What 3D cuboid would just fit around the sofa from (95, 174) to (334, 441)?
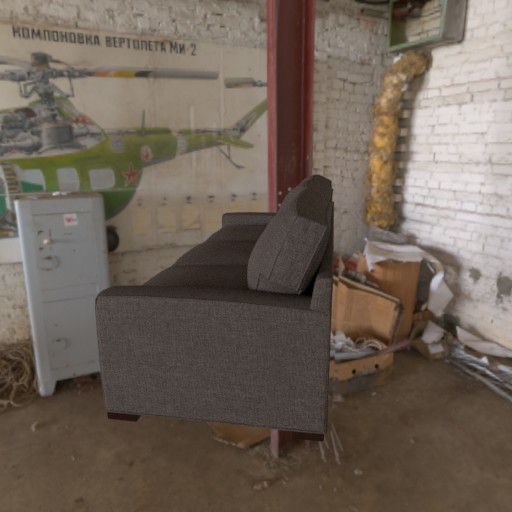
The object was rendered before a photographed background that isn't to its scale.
[{"bbox_3d":[0.000,0.000,2.926,1.004,0.978,2.369,2,14,9],"label":"sofa"}]
